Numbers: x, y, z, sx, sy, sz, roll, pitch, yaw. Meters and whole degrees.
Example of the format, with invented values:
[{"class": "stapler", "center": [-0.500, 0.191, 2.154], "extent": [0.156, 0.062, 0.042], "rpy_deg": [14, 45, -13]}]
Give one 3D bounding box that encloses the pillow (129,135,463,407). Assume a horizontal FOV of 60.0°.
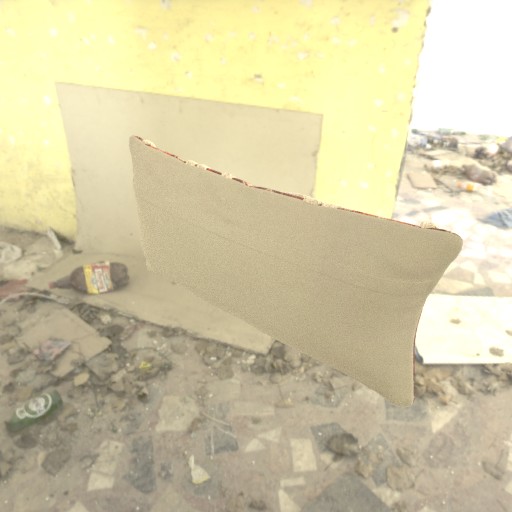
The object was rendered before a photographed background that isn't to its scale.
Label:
[{"class": "pillow", "center": [0.000, 0.000, 0.729], "extent": [0.608, 0.295, 0.161], "rpy_deg": [23, 38, 34]}]
